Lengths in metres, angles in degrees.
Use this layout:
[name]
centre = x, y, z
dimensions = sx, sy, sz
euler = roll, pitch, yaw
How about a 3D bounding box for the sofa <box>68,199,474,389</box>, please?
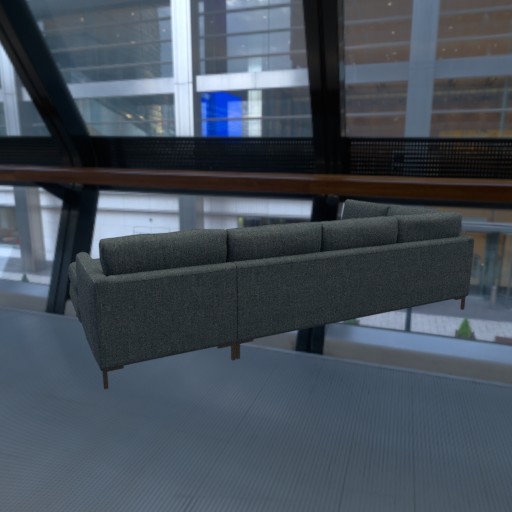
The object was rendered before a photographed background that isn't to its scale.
[sofa]
centre = 0.000, 0.000, 3.515
dimensions = 2.737, 0.753, 1.879
euler = -6, 13, -27
